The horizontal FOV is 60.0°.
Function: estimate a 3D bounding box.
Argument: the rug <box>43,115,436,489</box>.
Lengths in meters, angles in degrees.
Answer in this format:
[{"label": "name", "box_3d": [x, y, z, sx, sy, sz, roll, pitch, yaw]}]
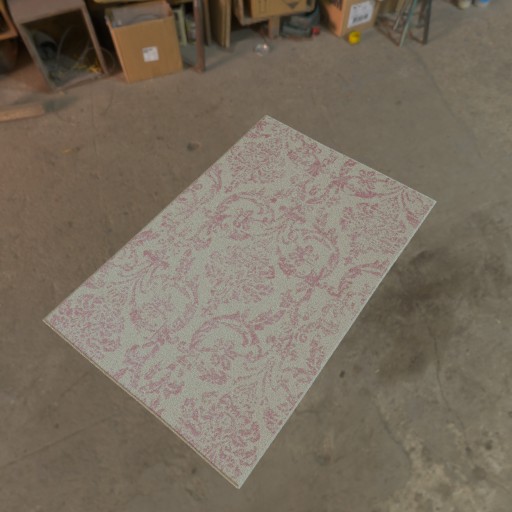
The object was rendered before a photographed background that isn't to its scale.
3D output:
[{"label": "rug", "box_3d": [0.000, 0.000, 2.352, 1.219, 0.012, 1.839, 33, 64, 19]}]
